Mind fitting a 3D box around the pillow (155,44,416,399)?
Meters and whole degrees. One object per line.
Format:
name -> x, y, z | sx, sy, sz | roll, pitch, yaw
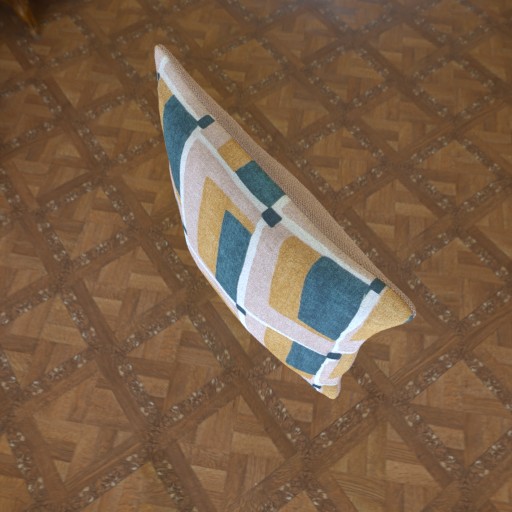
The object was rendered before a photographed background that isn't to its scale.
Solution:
pillow -> 0.000, 0.000, 0.715 | 0.158, 0.479, 0.478 | -34, 68, -16
